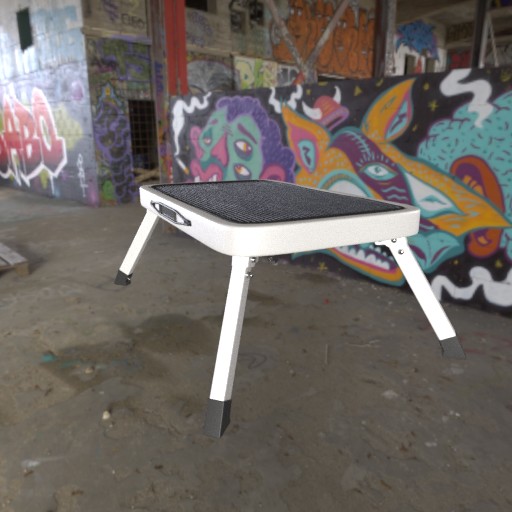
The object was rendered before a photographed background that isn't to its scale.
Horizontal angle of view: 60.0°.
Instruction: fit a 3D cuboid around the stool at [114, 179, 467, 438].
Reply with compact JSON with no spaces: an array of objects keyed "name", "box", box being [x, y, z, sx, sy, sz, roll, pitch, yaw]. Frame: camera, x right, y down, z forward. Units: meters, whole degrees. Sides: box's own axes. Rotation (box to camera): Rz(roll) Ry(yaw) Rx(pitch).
[{"name":"stool","box":[0.000,0.000,0.611,0.320,0.170,0.460,-8,17,-26]}]
